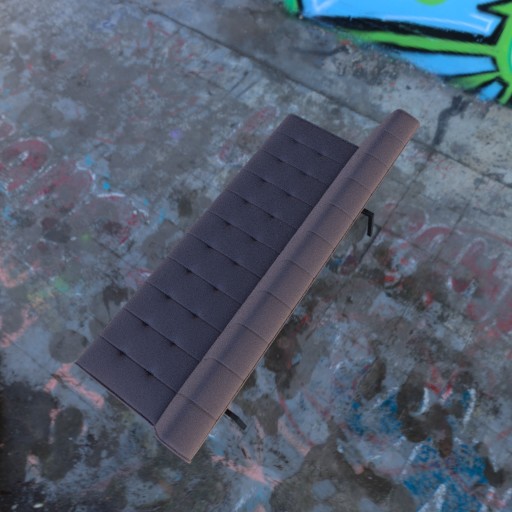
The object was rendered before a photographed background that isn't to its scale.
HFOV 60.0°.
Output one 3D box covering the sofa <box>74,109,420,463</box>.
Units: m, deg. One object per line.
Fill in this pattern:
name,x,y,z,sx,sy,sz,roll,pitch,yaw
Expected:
sofa,0.000,0.000,2.078,0.747,0.699,1.703,32,68,14
